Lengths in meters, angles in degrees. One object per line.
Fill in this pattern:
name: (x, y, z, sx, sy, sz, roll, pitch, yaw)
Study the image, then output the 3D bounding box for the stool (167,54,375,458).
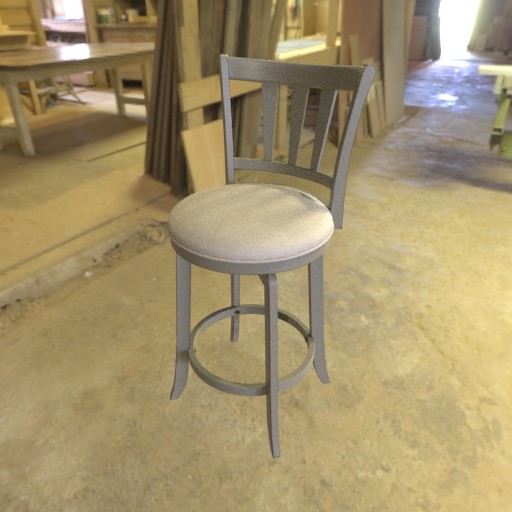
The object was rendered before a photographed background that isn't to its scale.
stool: (0.000, 0.000, 1.247, 0.450, 0.994, 0.486, 18, 34, 28)
